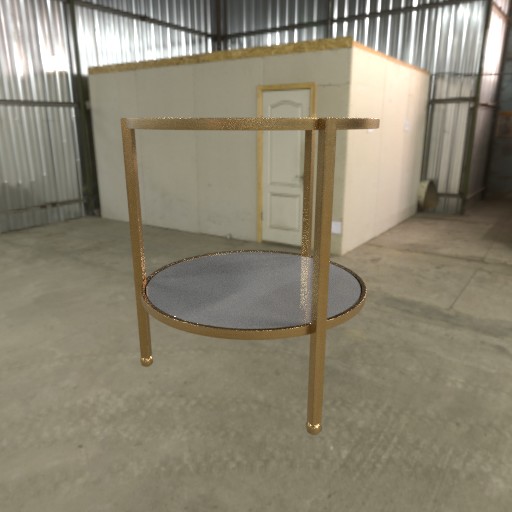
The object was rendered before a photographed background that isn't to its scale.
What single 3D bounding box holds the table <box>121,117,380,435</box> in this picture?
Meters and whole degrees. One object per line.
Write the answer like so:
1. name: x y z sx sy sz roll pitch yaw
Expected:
1. table: 0.000 0.000 0.454 0.231 0.269 0.243 -8 19 -25
